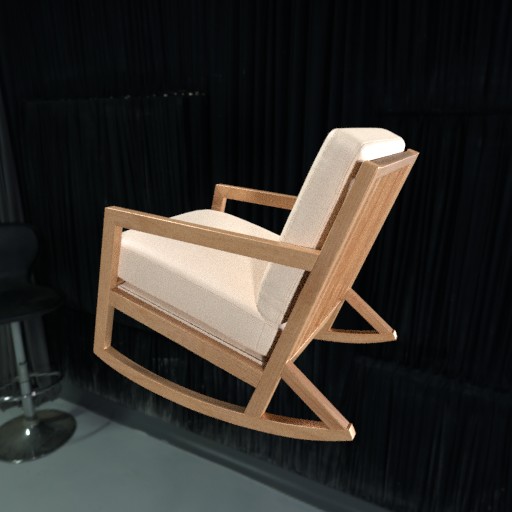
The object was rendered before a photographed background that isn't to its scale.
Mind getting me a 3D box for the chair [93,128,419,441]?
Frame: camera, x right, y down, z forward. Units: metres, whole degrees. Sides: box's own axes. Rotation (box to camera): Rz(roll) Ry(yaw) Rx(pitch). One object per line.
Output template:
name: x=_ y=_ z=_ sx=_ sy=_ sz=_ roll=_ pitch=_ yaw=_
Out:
chair: x=0.000 y=0.000 z=1.425 sx=0.857 sy=0.790 sz=0.622 roll=8 pitch=18 yaw=25
